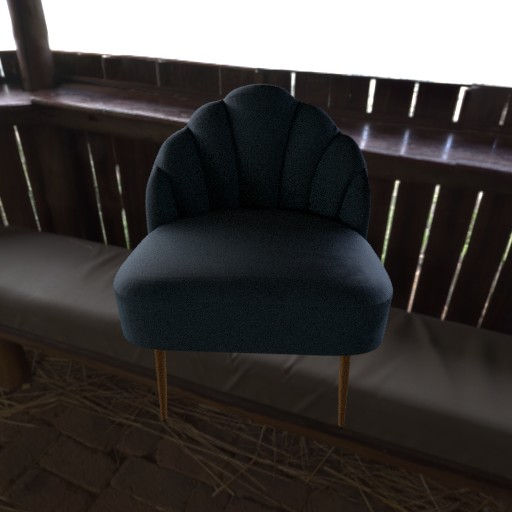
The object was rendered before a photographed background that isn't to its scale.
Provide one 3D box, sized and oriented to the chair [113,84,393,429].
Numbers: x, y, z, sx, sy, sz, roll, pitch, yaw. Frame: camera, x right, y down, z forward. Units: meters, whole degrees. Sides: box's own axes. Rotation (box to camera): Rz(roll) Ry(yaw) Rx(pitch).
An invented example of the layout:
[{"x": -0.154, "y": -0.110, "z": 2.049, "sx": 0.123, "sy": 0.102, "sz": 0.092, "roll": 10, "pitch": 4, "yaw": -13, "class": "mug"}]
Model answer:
[{"x": 0.000, "y": 0.000, "z": 1.243, "sx": 0.657, "sy": 0.819, "sz": 0.599, "roll": 1, "pitch": 30, "yaw": 2, "class": "chair"}]
